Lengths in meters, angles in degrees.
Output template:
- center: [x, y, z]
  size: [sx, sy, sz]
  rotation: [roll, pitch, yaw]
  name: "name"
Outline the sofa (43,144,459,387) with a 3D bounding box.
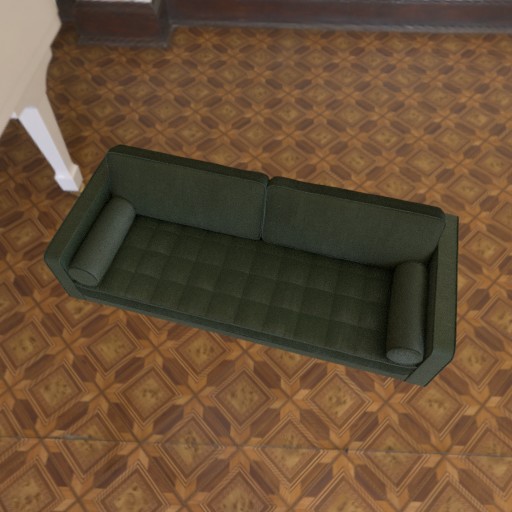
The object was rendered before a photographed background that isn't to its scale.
- center: [0.000, 0.000, 2.630]
  size: [2.199, 0.769, 0.918]
  rotation: [13, 58, 8]
  name: "sofa"
